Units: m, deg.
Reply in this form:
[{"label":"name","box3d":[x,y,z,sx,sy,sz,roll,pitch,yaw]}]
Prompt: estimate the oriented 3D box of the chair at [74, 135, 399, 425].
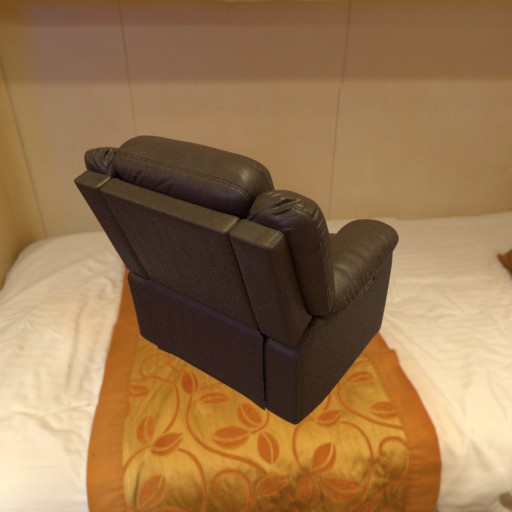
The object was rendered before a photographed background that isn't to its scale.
[{"label":"chair","box3d":[0.000,0.000,1.722,0.899,1.009,0.934,20,35,31]}]
